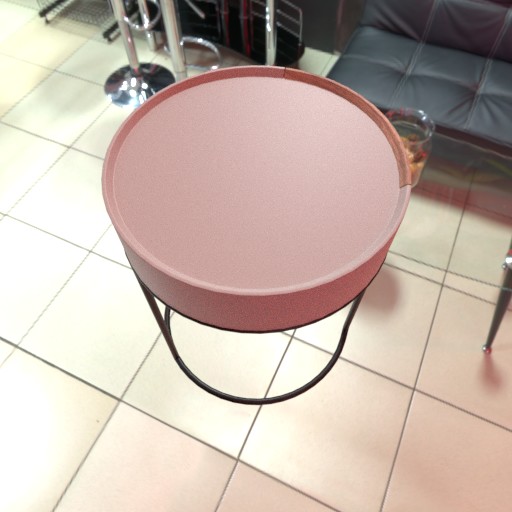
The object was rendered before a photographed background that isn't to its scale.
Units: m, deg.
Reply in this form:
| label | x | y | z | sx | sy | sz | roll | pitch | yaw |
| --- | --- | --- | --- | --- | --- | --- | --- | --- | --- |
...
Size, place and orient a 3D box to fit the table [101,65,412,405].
| label | x | y | z | sx | sy | sz | roll | pitch | yaw |
| --- | --- | --- | --- | --- | --- | --- | --- | --- | --- |
| table | 0.000 | 0.000 | 0.873 | 0.450 | 0.530 | 0.450 | 0 | 58 | 0 |
